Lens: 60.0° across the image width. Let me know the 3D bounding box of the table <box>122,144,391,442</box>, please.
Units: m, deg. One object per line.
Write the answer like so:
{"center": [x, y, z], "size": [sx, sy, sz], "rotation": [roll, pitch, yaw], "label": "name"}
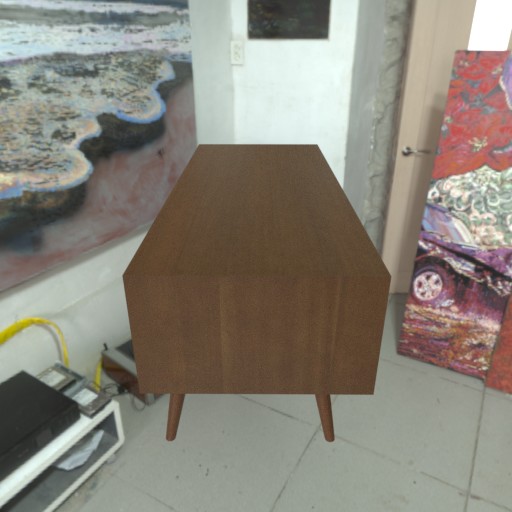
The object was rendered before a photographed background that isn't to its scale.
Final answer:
{"center": [0.000, 0.000, 1.394], "size": [0.490, 0.464, 1.119], "rotation": [0, 26, 0], "label": "table"}
